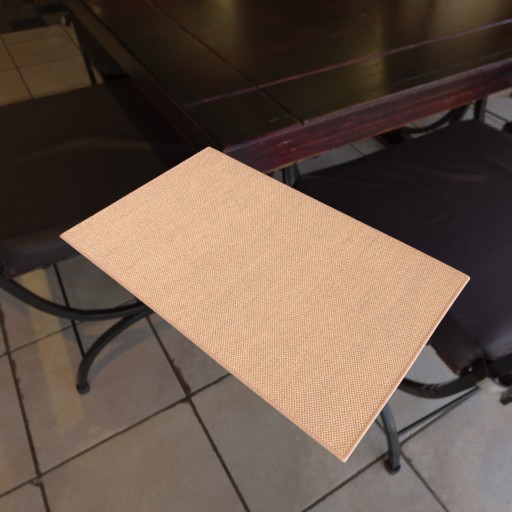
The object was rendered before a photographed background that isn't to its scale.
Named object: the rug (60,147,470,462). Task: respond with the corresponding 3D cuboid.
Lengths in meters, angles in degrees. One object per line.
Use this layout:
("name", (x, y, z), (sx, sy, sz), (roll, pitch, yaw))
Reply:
("rug", (0.000, 0.000, 2.117), (1.676, 0.013, 1.067), (32, 54, 27))
